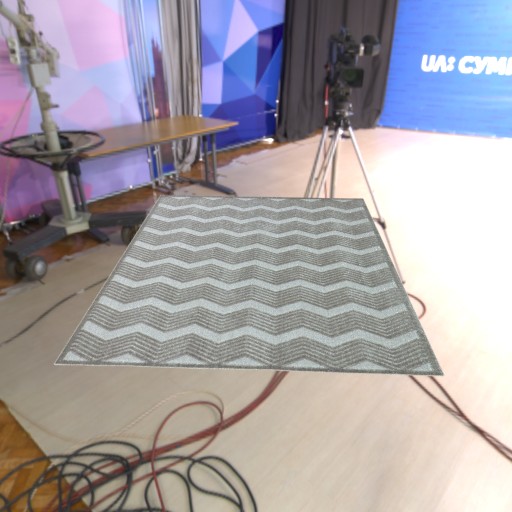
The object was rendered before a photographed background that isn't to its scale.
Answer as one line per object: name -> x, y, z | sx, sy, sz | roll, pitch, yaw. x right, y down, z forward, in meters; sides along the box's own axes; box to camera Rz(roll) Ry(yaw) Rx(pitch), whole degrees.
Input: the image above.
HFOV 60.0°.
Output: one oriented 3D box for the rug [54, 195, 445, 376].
rug -> 0.000, 0.000, 3.960 | 2.391, 0.005, 2.880 | 1, 29, 2
